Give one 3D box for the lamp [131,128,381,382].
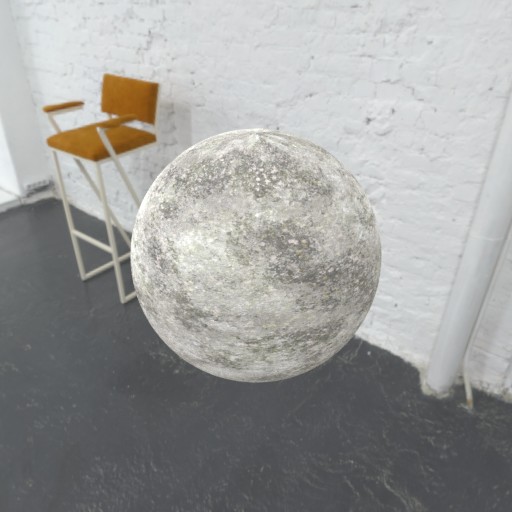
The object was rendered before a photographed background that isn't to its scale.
[{"bbox_3d":[0.000,0.000,0.774,0.422,0.429,0.422,0,30,0],"label":"lamp"}]
